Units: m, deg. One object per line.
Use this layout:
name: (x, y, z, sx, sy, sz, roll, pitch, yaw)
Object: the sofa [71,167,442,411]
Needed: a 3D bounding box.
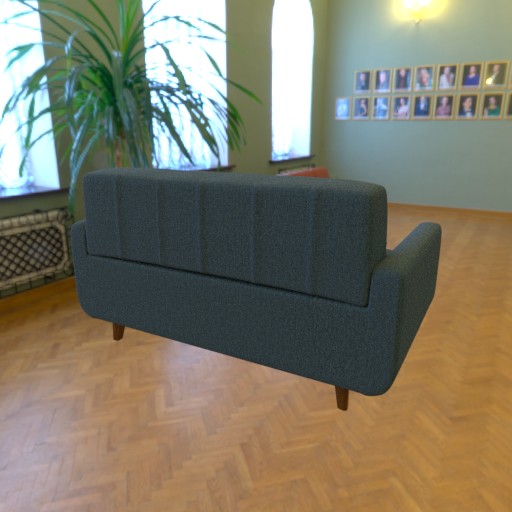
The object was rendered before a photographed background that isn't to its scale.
sofa: (0.000, 0.000, 2.277, 1.651, 0.896, 0.942, 9, 18, 28)
